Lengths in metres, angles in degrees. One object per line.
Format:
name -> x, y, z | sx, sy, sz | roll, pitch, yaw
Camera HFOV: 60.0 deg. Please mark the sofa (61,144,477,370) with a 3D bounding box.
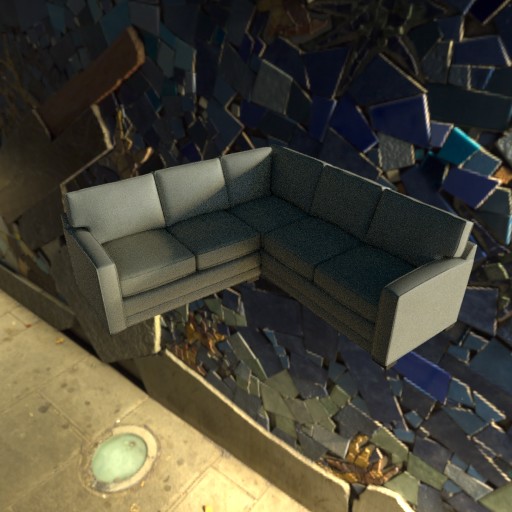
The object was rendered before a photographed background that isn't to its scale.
sofa -> 0.000, 0.000, 3.342 | 2.188, 0.936, 2.211 | -21, 36, -31
